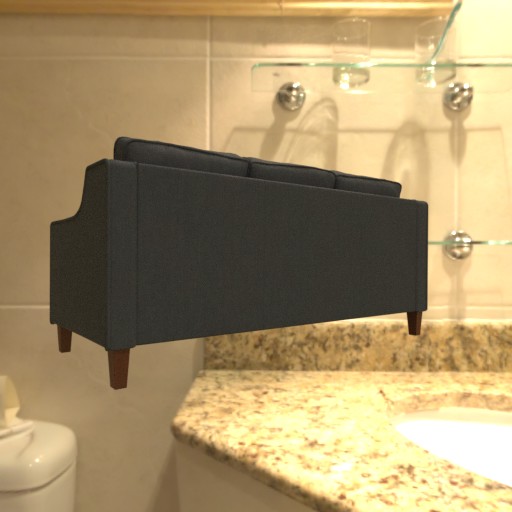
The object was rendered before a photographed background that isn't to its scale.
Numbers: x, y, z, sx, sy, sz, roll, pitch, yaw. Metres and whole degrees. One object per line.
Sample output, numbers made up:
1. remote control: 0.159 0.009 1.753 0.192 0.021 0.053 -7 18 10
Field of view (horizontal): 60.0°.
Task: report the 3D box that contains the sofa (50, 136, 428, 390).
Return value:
1. sofa: 0.000 0.000 2.506 1.986 0.974 0.911 0 0 -37
